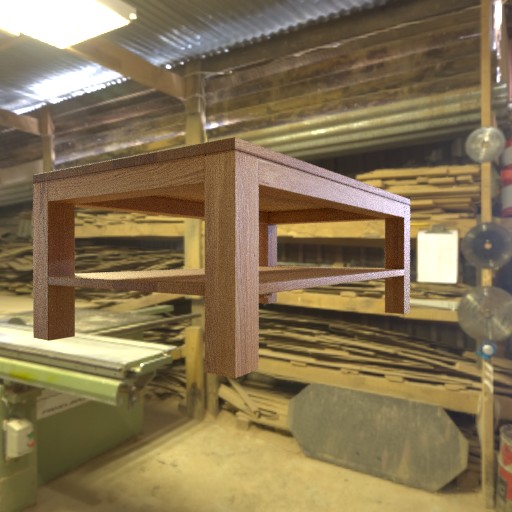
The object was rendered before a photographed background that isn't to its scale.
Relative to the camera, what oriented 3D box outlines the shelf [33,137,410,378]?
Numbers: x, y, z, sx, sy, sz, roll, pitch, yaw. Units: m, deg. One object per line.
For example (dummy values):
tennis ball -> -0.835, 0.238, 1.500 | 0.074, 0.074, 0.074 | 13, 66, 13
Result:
shelf -> 0.000, 0.000, 1.496 | 0.700, 0.450, 1.150 | 0, 0, 35
